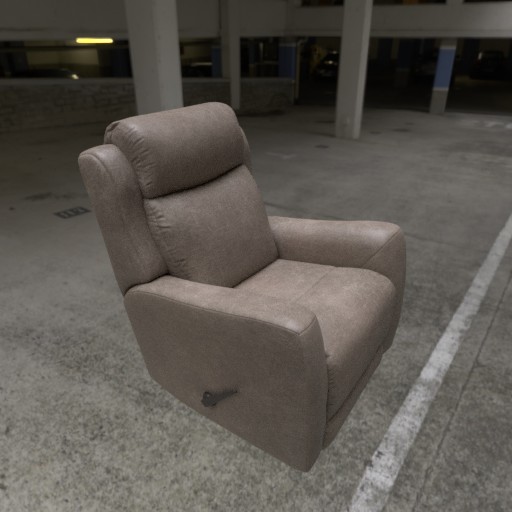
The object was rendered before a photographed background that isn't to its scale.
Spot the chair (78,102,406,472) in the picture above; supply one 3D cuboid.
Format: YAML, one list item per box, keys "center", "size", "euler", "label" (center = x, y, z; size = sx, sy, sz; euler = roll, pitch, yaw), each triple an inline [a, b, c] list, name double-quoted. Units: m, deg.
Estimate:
- center: [0.000, 0.000, 1.874]
  size: [1.068, 1.116, 0.967]
  euler: [17, 32, 30]
  label: "chair"
